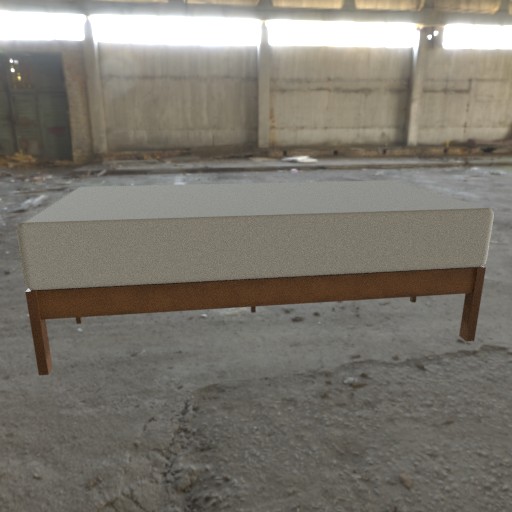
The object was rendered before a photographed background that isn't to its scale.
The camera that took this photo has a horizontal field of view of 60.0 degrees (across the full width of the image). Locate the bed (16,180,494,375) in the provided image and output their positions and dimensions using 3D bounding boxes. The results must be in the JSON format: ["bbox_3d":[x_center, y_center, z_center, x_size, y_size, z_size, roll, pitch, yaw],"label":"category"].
[{"bbox_3d":[0.000,0.000,2.266,1.902,0.616,0.961,-3,17,-8],"label":"bed"}]
